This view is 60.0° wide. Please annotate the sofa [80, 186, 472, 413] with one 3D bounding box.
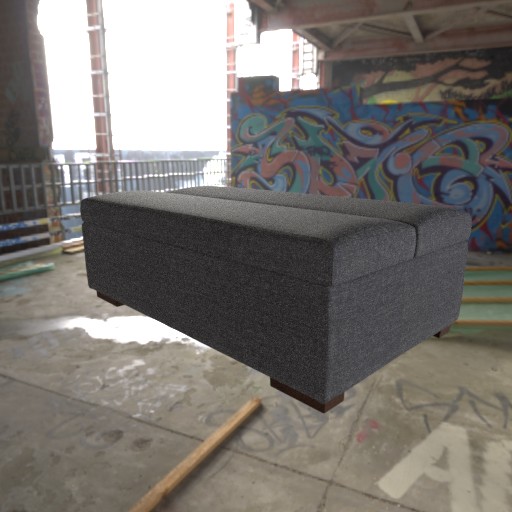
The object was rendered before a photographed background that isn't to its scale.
[{"bbox_3d":[0.000,0.000,1.598,0.782,0.417,1.198,-13,18,-43],"label":"sofa"}]
